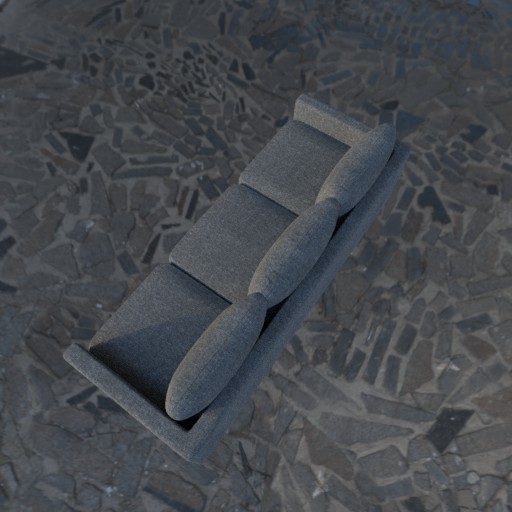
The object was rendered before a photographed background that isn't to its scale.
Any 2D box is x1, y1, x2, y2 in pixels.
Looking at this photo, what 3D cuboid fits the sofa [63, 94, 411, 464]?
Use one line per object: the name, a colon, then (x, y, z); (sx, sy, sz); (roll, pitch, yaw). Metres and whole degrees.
sofa: (0.000, 0.000, 2.694); (0.859, 0.874, 2.218); (33, 68, 15)
